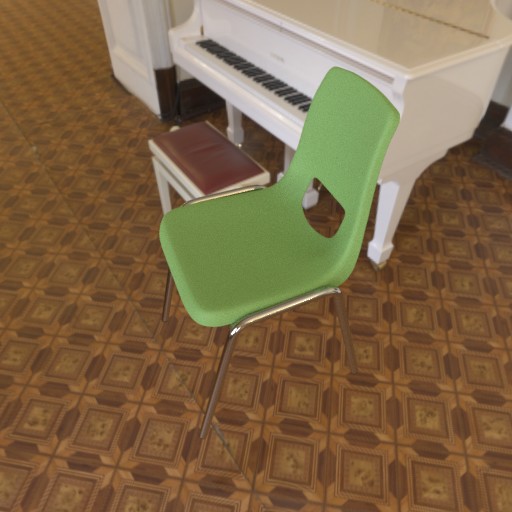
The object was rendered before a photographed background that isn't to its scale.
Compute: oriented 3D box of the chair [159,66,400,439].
[{"bbox_3d":[0.000,0.000,0.963,0.436,0.704,0.381,-16,47,-16],"label":"chair"}]
